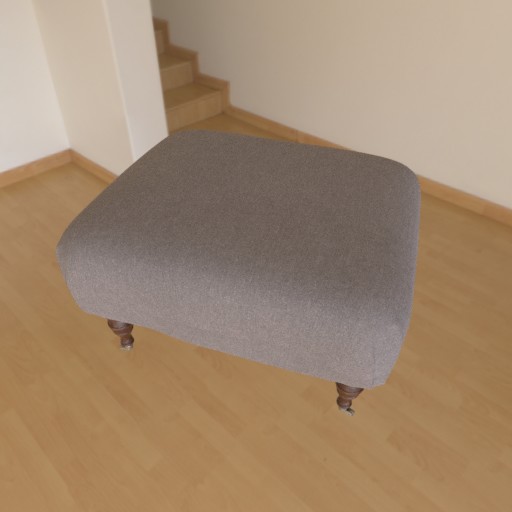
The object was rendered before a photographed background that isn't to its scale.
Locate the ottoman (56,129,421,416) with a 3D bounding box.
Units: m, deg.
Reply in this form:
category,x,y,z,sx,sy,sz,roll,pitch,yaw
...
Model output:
category,x,y,z,sx,sy,sz,roll,pitch,yaw
ottoman,0.000,0.000,1.134,0.747,0.450,0.622,12,41,14
